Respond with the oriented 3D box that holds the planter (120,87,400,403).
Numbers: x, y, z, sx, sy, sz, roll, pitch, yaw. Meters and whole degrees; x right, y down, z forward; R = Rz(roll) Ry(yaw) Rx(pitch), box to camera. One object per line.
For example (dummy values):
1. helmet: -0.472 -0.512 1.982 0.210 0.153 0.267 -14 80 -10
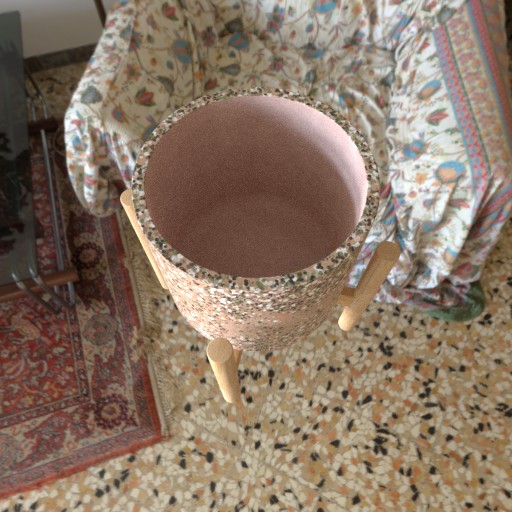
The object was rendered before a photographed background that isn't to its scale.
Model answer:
1. planter: 0.000 0.000 0.541 0.284 0.320 0.284 33 68 15
